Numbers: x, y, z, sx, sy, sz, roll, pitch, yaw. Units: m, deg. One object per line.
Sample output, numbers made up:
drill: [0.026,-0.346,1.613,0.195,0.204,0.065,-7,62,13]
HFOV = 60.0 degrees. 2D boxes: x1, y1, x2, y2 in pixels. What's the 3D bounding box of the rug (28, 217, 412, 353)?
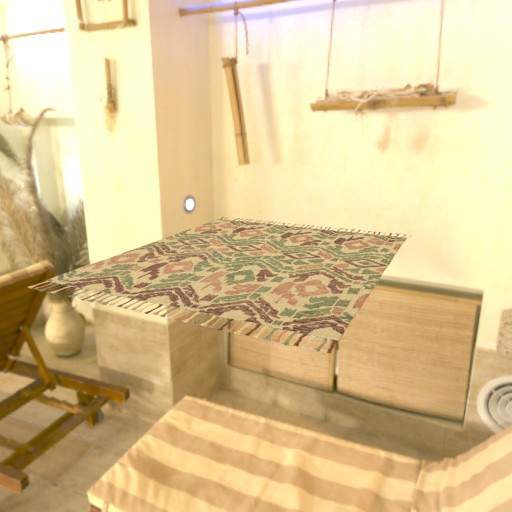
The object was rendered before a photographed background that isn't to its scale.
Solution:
rug: [0.000,0.000,4.157,2.438,0.010,3.048,8,18,25]
